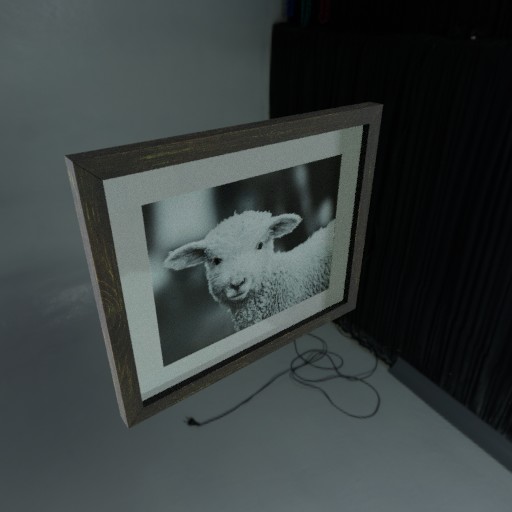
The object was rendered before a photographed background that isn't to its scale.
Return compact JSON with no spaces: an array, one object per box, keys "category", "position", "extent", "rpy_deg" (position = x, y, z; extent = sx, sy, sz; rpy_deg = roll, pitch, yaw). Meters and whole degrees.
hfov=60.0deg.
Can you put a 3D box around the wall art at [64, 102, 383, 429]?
[{"category":"wall art","position":[0.000,0.000,0.784],"extent":[0.558,0.457,0.032],"rpy_deg":[-21,35,-32]}]
